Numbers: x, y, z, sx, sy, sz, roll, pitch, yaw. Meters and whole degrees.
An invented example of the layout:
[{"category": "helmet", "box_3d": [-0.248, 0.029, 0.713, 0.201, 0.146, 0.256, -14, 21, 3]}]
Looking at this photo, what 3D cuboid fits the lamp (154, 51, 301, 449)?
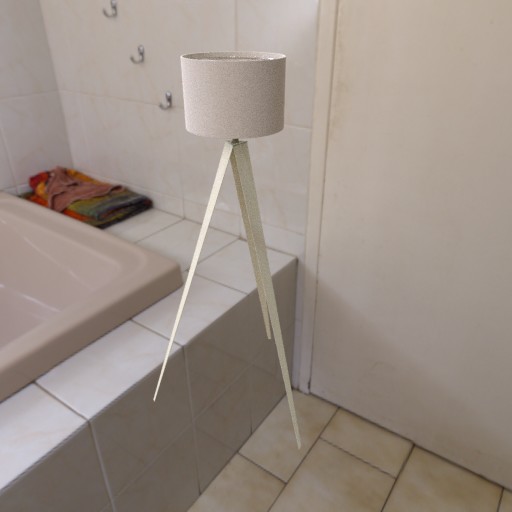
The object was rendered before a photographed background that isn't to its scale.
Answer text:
[{"category": "lamp", "box_3d": [0.000, 0.000, 1.844, 0.716, 1.524, 0.724, 20, 35, 32]}]
